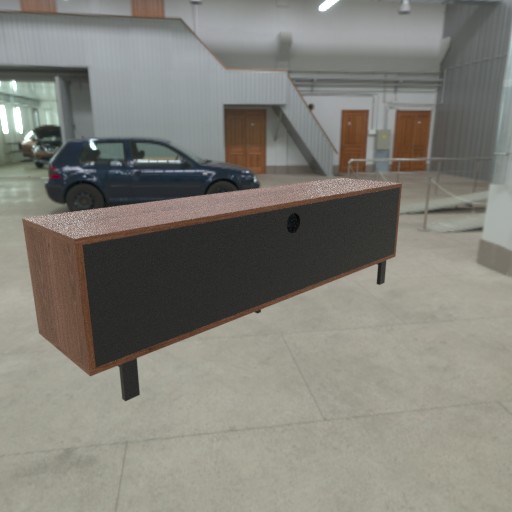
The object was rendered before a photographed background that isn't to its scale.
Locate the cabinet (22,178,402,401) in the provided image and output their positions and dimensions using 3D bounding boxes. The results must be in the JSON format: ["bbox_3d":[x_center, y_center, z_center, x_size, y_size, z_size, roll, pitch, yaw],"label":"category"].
[{"bbox_3d":[0.000,0.000,1.847,1.650,0.500,0.400,-15,22,-43],"label":"cabinet"}]
